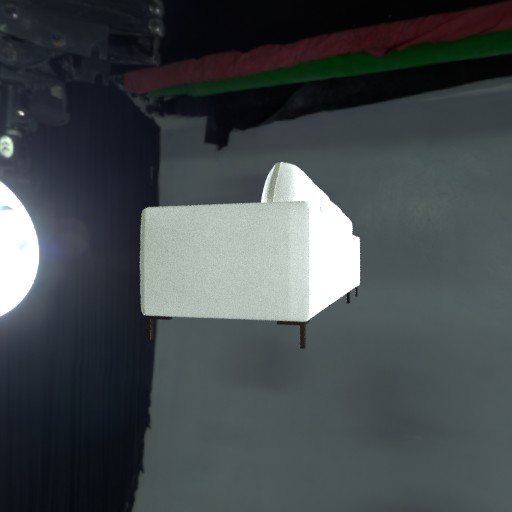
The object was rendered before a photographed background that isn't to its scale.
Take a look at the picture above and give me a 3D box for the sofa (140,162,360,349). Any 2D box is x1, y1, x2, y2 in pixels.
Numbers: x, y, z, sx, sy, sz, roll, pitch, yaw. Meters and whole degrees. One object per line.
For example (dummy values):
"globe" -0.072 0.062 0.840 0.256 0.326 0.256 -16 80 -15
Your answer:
"sofa" 0.000 0.000 3.663 1.467 0.875 3.186 0 -1 17
